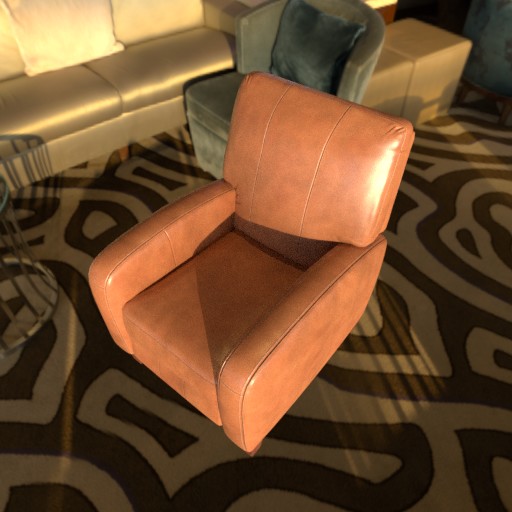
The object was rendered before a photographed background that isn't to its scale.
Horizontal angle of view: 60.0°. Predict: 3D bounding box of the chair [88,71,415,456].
[{"bbox_3d":[0.000,0.000,1.641,0.762,0.990,0.990,30,53,26],"label":"chair"}]
